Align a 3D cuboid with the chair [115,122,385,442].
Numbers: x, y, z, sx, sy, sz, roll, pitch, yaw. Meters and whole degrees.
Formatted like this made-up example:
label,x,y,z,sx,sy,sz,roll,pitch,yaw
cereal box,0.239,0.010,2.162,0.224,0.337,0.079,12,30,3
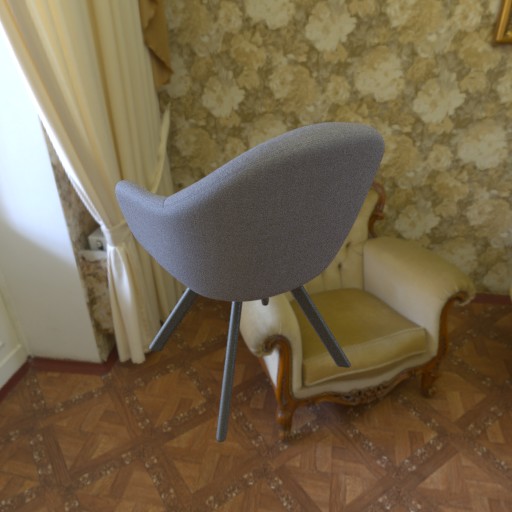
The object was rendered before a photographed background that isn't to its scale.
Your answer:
label,x,y,z,sx,sy,sz,roll,pitch,yaw
chair,0.000,0.000,1.211,0.590,0.795,0.550,-20,35,-30
